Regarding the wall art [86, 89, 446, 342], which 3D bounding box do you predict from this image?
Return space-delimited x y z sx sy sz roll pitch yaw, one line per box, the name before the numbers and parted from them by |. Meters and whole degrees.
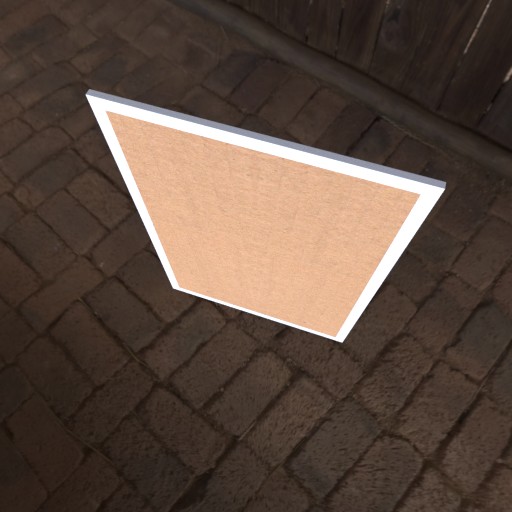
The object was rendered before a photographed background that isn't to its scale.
wall art | 0.000 0.000 1.212 0.660 0.965 0.015 17 65 8
